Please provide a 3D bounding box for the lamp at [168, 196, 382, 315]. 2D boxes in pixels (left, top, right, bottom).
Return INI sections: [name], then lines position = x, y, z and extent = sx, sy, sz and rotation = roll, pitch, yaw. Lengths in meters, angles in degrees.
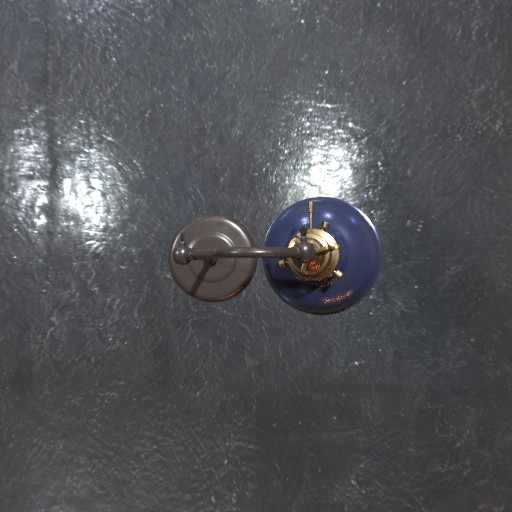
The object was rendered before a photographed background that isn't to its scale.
[lamp]
position = 0.000, 0.000, 0.703
extent = 0.374, 0.508, 0.192
rotation = 0, 89, 0
